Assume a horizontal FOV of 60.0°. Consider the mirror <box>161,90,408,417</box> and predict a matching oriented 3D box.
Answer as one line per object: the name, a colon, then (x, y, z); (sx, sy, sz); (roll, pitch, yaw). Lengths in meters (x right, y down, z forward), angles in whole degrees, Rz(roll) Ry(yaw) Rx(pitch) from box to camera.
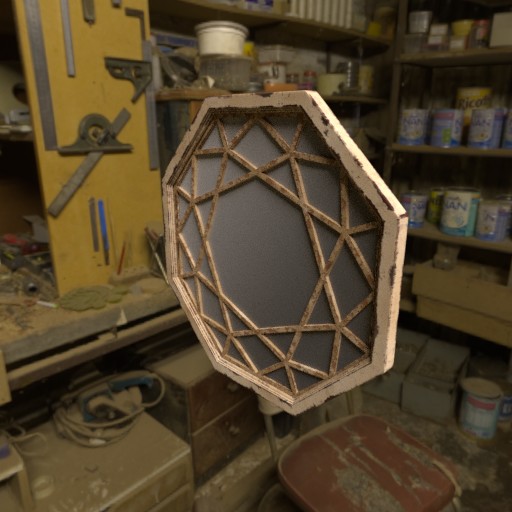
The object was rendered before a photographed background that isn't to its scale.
mirror: (0.000, 0.000, 0.942); (0.031, 0.648, 0.648); (-16, 23, -42)
